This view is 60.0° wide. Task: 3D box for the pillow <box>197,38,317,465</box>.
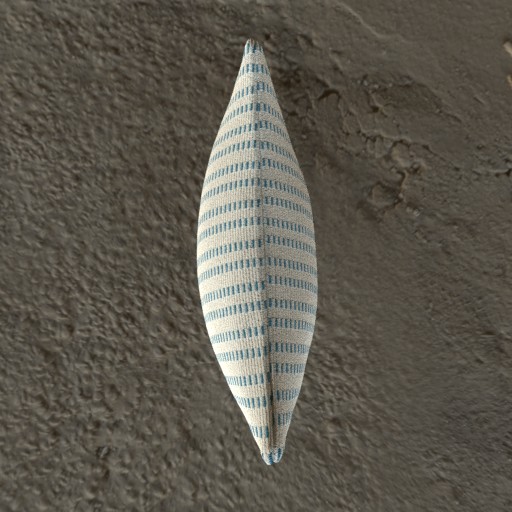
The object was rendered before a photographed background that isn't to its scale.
[{"bbox_3d":[0.000,0.000,0.799,0.210,0.353,0.640,-2,77,-1],"label":"pillow"}]
